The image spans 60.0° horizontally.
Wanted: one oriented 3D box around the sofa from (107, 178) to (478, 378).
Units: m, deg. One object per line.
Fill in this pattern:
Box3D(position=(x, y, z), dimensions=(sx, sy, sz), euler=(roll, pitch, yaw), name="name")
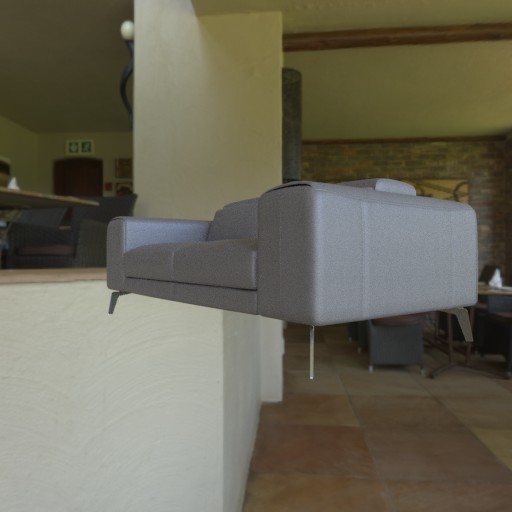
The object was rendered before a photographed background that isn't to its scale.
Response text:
Box3D(position=(0.000, 0.000, 2.408), dimensions=(1.024, 0.753, 1.930), euler=(0, 0, -37), name="sofa")
